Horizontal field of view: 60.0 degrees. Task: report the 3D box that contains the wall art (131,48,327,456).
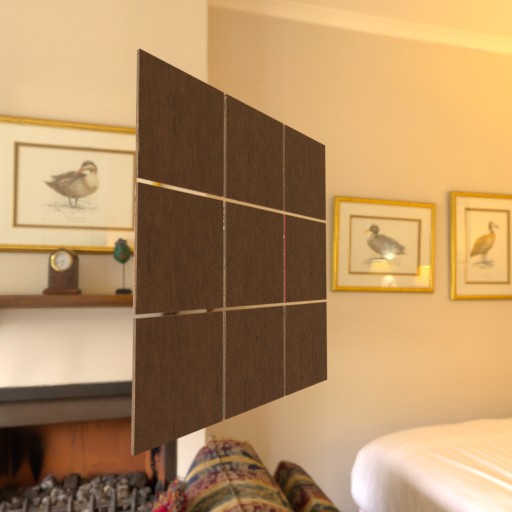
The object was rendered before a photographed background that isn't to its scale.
[{"bbox_3d":[0.000,0.000,1.810,0.013,1.213,1.215,-2,-4,36],"label":"wall art"}]
